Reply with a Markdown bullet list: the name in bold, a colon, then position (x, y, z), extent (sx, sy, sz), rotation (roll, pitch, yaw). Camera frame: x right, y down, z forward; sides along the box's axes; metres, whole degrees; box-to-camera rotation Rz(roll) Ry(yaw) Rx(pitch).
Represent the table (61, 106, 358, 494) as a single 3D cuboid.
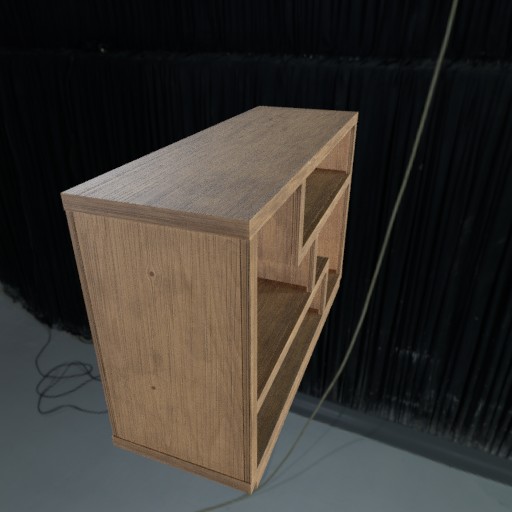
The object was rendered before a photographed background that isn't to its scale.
- **table**: position (0.000, 0.000, 1.482), extent (0.410, 0.771, 1.151), rotation (10, 29, 18)
